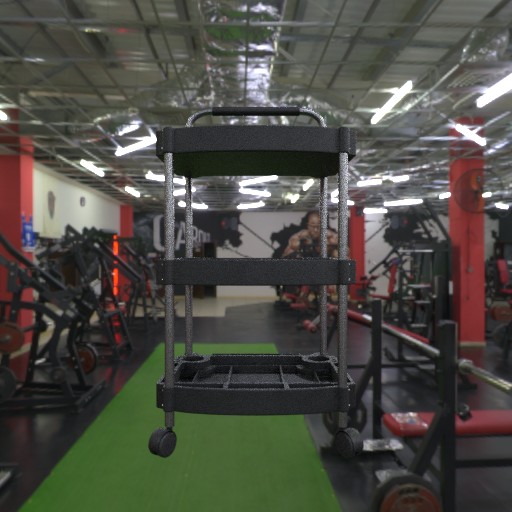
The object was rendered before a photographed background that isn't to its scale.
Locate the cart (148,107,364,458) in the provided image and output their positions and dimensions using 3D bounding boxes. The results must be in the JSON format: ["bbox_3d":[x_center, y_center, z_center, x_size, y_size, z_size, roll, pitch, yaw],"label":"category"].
[{"bbox_3d":[0.000,0.000,1.414,0.584,1.075,0.518,0,1,0],"label":"cart"}]
